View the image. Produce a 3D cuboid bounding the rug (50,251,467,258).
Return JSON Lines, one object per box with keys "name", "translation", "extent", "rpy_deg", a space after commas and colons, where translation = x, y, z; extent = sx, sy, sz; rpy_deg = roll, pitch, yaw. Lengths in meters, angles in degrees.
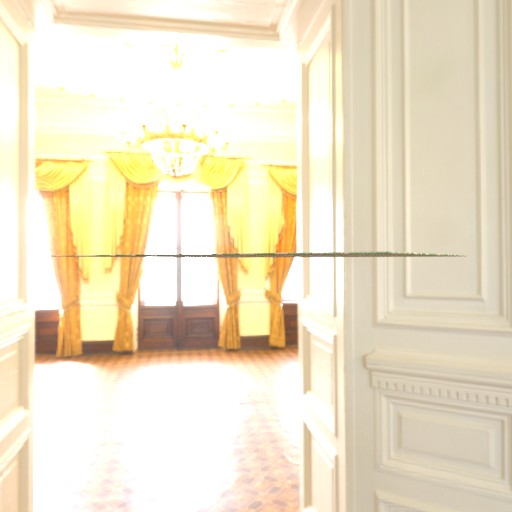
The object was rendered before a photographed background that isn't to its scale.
{"name": "rug", "translation": [0.000, 0.000, 2.333], "extent": [1.826, 0.006, 1.220], "rpy_deg": [0, -1, 35]}
